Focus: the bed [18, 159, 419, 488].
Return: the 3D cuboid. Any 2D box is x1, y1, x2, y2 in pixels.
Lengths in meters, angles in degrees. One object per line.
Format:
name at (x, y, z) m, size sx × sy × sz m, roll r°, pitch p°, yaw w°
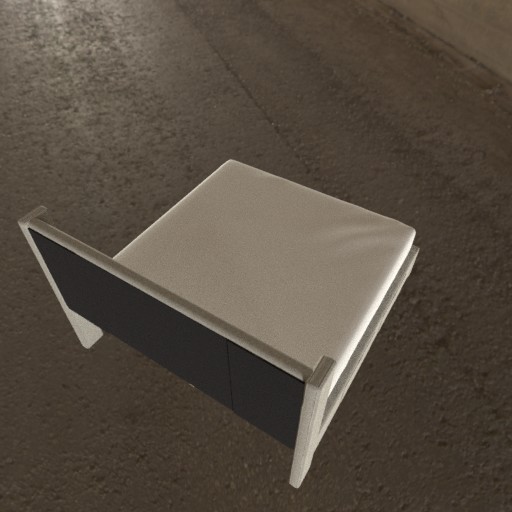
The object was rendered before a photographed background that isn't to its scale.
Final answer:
bed at (0.000, 0.000, 3.586) m, size 2.140 × 1.470 × 2.280 m, roll 25°, pitch 51°, yaw 22°
